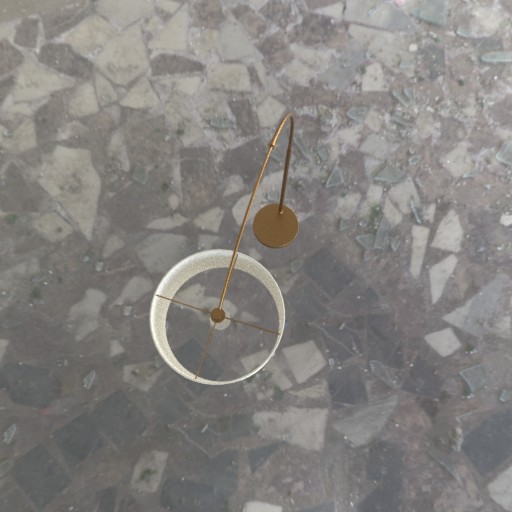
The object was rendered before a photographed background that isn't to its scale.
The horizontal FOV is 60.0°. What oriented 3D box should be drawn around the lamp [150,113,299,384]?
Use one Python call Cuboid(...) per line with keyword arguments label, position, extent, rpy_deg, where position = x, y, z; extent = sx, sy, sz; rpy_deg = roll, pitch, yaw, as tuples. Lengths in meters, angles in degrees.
Cuboid(label="lamp", position=(0.000, 0.000, 2.544), extent=(0.493, 1.927, 1.434), rpy_deg=(17, 75, 5))
